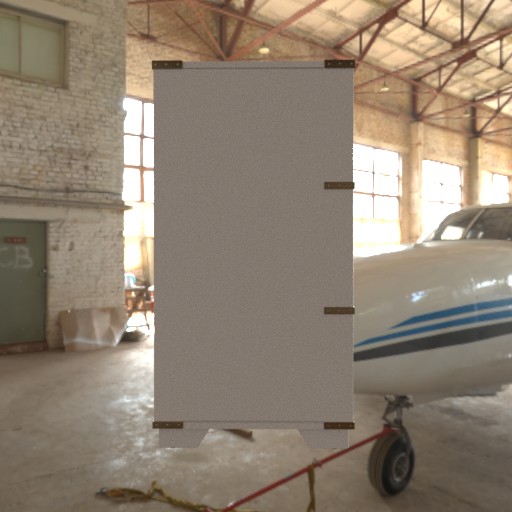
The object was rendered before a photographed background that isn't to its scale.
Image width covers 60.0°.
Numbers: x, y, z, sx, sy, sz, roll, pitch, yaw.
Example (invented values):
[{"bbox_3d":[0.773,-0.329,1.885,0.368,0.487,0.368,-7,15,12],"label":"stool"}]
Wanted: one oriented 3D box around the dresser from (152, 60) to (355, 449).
[{"bbox_3d":[0.000,0.000,1.512,0.460,0.891,1.022,0,0,1],"label":"dresser"}]
